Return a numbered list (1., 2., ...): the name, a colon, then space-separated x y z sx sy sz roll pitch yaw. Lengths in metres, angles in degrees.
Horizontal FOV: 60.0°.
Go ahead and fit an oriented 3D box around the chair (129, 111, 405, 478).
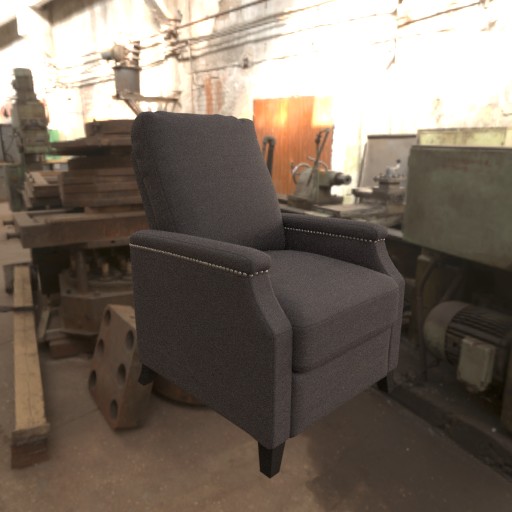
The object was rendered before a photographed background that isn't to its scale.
1. chair: 0.000 0.000 1.661 0.710 1.049 0.922 -13 19 -42
